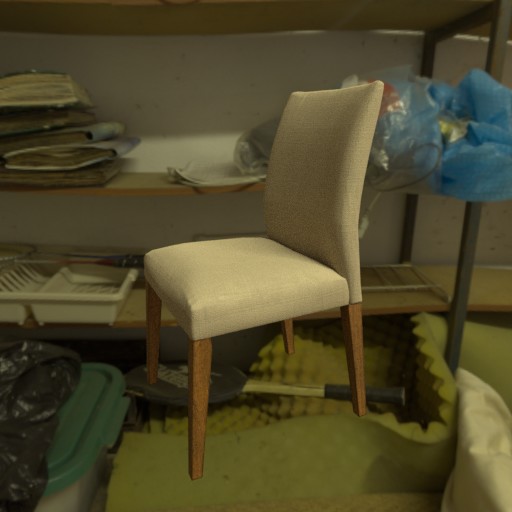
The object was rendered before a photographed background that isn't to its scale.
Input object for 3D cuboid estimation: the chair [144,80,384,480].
[{"bbox_3d":[0.000,0.000,1.288,0.585,0.940,0.496,-8,18,-25],"label":"chair"}]
